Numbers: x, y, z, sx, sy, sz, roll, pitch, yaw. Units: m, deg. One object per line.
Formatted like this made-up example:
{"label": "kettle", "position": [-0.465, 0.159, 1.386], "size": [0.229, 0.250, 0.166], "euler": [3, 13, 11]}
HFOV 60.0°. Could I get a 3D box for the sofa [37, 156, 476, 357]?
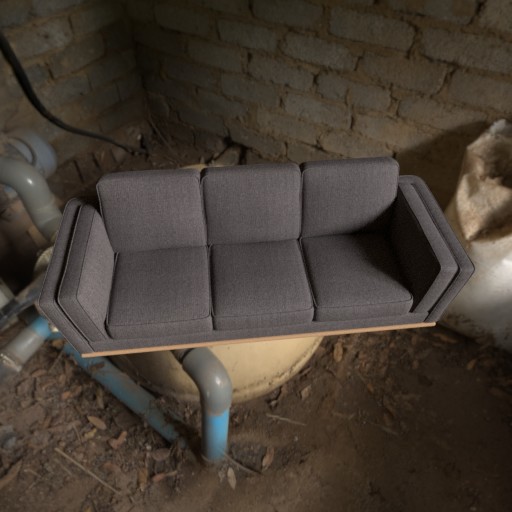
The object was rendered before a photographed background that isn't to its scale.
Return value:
{"label": "sofa", "position": [0.000, 0.000, 2.805], "size": [2.362, 0.899, 0.903], "euler": [-4, 47, -4]}
